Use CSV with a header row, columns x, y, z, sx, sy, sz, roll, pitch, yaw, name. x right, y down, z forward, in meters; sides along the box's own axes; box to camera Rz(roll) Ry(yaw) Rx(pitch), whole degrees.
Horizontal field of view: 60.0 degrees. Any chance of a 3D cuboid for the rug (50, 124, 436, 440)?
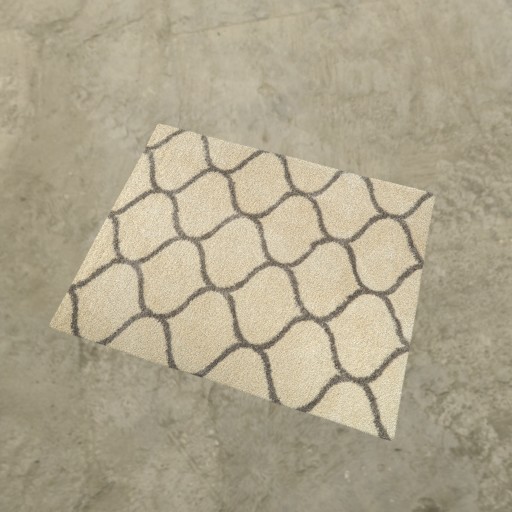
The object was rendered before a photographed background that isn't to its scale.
x,y,z,sx,sy,sz,roll,pitch,yaw,name
0.000,0.000,4.121,3.000,0.026,2.399,16,65,8,rug
